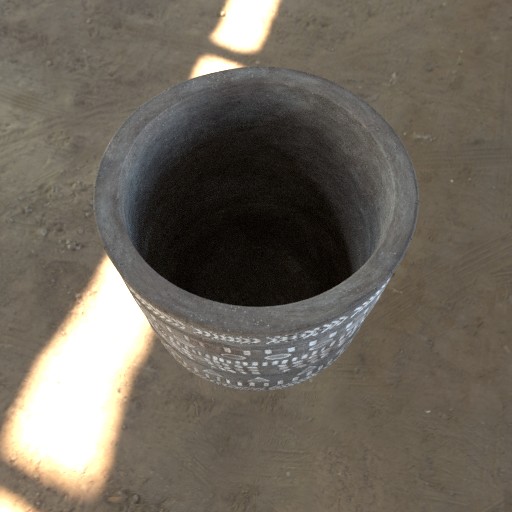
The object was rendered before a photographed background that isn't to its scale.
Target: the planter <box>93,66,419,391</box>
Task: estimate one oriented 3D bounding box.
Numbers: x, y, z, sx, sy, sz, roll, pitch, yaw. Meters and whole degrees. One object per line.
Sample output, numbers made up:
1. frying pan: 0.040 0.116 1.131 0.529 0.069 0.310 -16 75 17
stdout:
1. planter: 0.000 0.000 0.221 0.122 0.128 0.122 0 62 0
